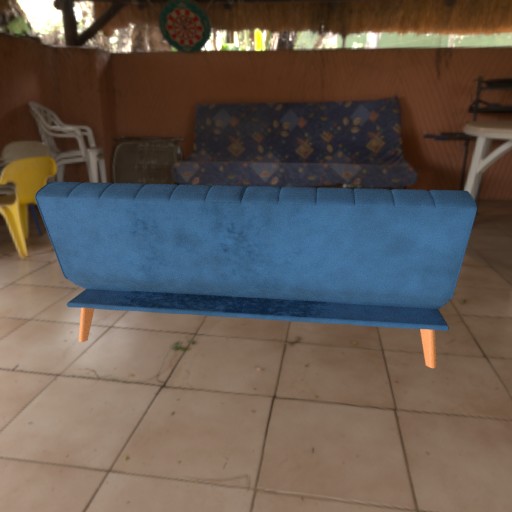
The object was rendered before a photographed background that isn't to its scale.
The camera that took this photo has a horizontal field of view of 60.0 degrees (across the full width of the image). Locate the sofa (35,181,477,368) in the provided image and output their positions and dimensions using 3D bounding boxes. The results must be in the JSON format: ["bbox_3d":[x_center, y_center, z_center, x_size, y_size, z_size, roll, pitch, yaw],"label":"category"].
[{"bbox_3d":[0.000,0.000,2.295,1.804,0.813,0.855,2,18,8],"label":"sofa"}]
